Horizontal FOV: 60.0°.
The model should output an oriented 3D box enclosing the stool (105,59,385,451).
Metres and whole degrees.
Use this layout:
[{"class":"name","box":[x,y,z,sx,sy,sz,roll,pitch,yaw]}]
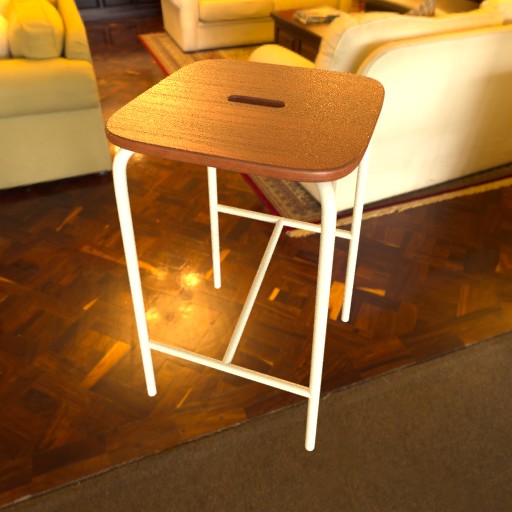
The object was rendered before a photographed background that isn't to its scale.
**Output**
[{"class":"stool","box":[0.000,0.000,0.863,0.376,0.610,0.376,13,42,15]}]
